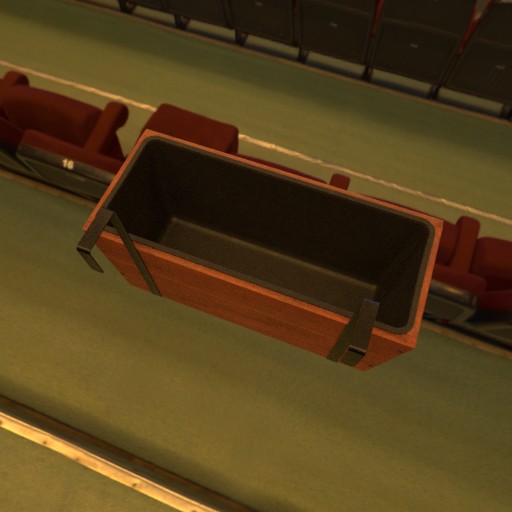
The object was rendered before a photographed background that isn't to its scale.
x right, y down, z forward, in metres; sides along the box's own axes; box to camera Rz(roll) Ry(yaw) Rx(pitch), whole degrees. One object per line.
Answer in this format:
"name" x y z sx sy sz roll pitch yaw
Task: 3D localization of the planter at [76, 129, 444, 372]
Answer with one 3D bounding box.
"planter" 0.000 0.000 0.659 0.480 0.289 0.262 19 65 9
